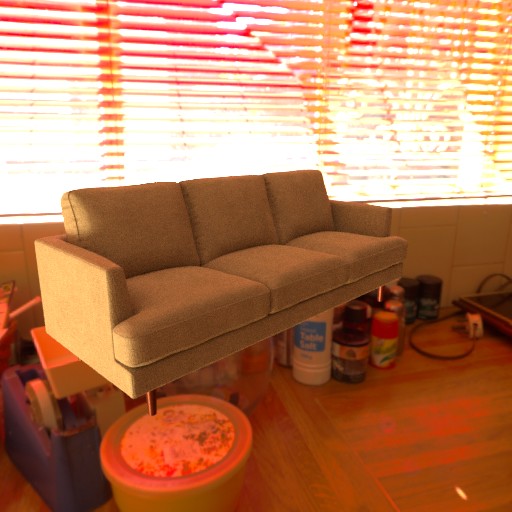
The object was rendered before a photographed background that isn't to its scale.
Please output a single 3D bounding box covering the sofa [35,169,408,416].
[{"bbox_3d":[0.000,0.000,2.696,0.903,0.930,2.246,14,21,43],"label":"sofa"}]
